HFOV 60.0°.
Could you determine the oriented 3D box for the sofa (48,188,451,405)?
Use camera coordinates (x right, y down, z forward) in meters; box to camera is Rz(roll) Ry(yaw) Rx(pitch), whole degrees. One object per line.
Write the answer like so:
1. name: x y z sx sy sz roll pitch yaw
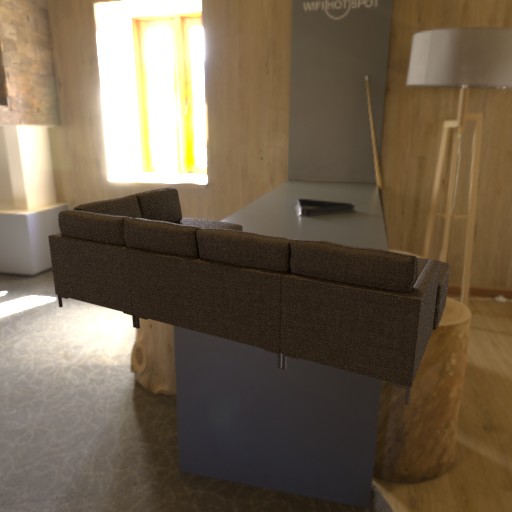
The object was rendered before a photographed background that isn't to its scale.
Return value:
1. sofa: 0.000 0.000 4.314 3.423 0.999 2.048 9 18 27
